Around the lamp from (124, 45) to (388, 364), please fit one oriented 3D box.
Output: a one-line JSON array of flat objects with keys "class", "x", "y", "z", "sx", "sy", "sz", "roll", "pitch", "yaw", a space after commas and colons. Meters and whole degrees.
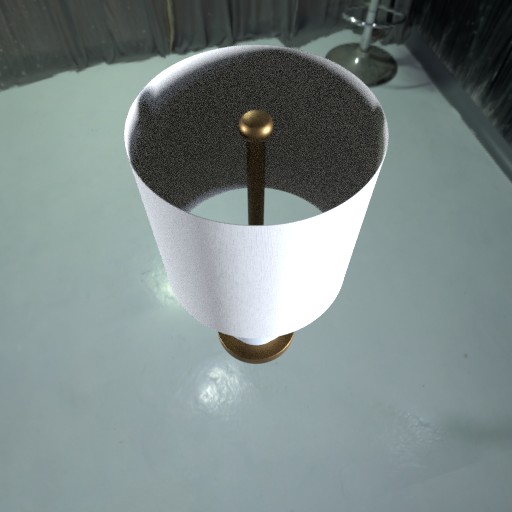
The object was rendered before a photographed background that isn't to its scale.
[{"class": "lamp", "x": 0.000, "y": 0.000, "z": 0.524, "sx": 0.210, "sy": 0.410, "sz": 0.210, "roll": -16, "pitch": 59, "yaw": -10}]
